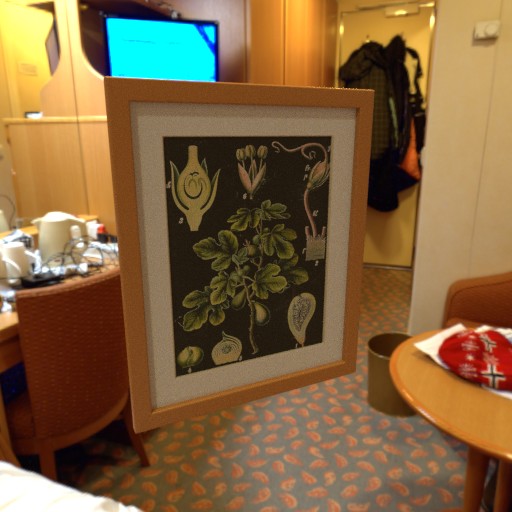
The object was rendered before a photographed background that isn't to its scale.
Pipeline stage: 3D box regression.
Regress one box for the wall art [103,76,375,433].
[{"bbox_3d":[0.000,0.000,0.523,0.310,0.379,0.015,-7,17,-25],"label":"wall art"}]
